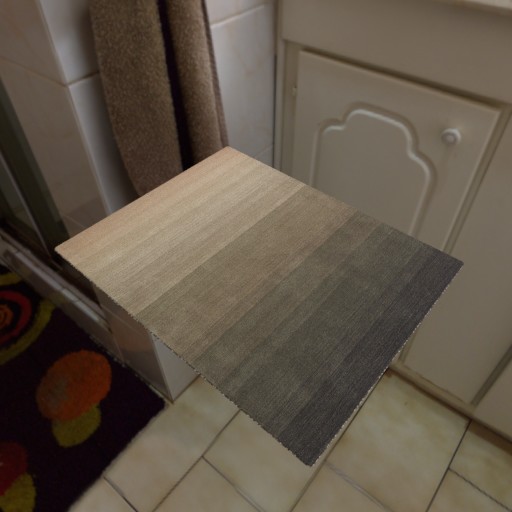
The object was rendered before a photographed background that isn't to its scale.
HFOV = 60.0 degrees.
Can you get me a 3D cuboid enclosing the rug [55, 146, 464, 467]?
[{"bbox_3d":[0.000,0.000,3.976,2.902,0.017,2.305,32,54,27],"label":"rug"}]
